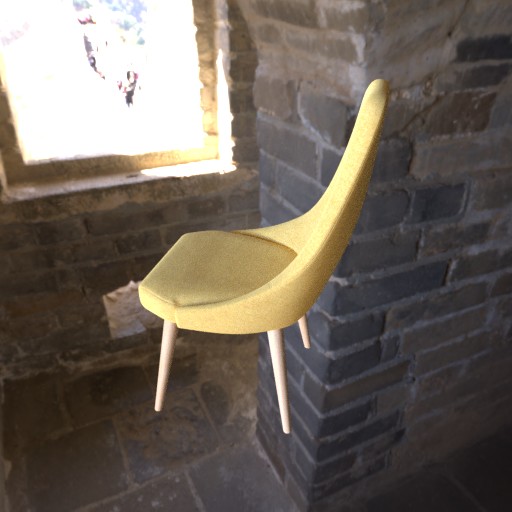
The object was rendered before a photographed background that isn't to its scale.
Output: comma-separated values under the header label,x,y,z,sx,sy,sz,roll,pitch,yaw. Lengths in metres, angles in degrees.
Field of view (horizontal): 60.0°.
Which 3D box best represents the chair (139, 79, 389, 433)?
label,x,y,z,sx,sy,sz,roll,pitch,yaw
chair,0.000,0.000,1.388,0.660,1.040,0.510,8,31,13
